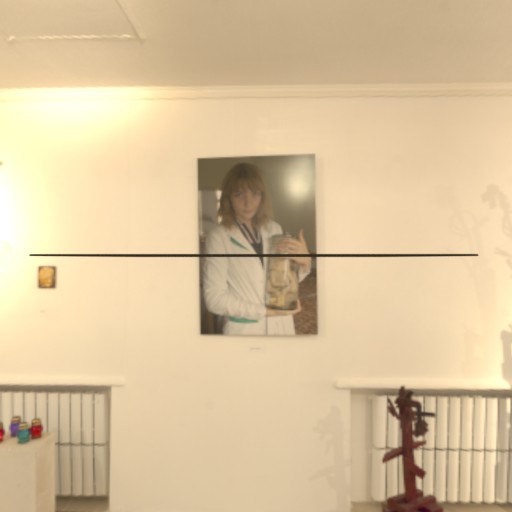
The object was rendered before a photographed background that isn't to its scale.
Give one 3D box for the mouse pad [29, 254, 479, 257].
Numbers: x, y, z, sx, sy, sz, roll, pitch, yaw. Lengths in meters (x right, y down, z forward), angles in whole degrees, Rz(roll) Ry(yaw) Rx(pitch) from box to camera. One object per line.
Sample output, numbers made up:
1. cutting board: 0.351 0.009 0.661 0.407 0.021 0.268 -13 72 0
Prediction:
1. mouse pad: 0.000 0.000 0.621 0.451 0.002 0.393 0 0 2
